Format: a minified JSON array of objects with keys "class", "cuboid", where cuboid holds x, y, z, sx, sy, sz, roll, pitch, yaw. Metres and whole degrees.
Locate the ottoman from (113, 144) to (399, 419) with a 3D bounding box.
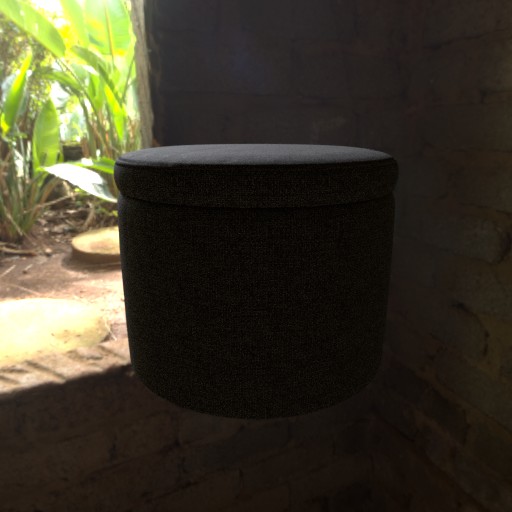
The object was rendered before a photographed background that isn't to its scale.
[{"class":"ottoman","cuboid":[0.000,0.000,0.890,0.520,0.430,0.520,0,16,0]}]
